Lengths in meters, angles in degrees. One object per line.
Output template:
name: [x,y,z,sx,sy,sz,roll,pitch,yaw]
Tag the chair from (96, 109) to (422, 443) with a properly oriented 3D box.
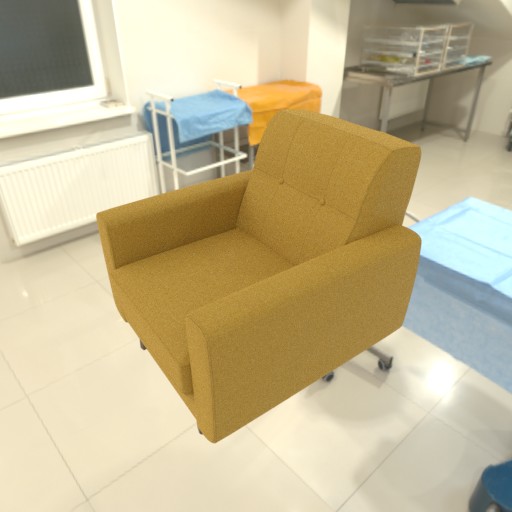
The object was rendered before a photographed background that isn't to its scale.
chair: [0.000,0.000,1.605,0.909,0.841,0.831,-21,38,-29]
